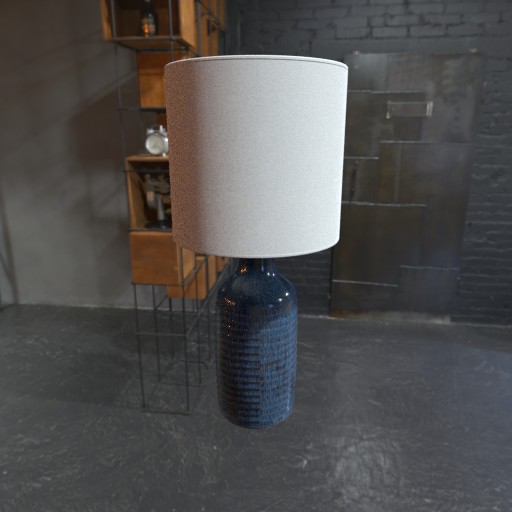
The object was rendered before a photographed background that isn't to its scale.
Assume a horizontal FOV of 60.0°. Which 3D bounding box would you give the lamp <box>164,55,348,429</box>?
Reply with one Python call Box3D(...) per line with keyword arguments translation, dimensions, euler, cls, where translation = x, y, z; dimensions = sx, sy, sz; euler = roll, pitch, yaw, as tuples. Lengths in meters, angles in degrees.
Box3D(translation=(0.000, 0.000, 0.608), dimensions=(0.220, 0.475, 0.220), euler=(2, 16, 9), cls="lamp")
